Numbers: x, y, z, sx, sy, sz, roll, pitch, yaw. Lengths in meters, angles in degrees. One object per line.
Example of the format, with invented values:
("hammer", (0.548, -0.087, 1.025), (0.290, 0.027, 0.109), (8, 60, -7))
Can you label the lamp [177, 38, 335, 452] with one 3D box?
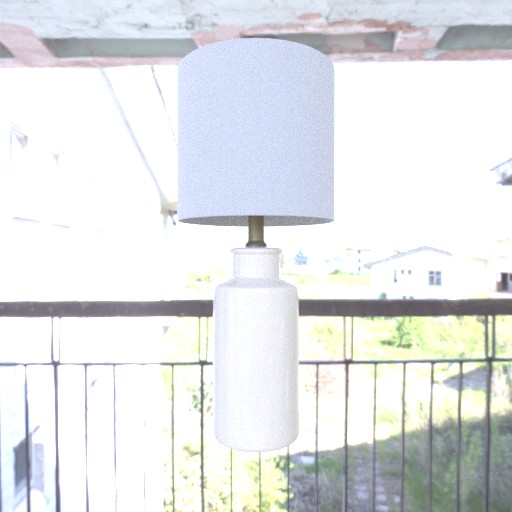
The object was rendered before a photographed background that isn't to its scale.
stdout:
("lamp", (0.000, 0.000, 0.606), (0.212, 0.493, 0.212), (0, 0, 0))
